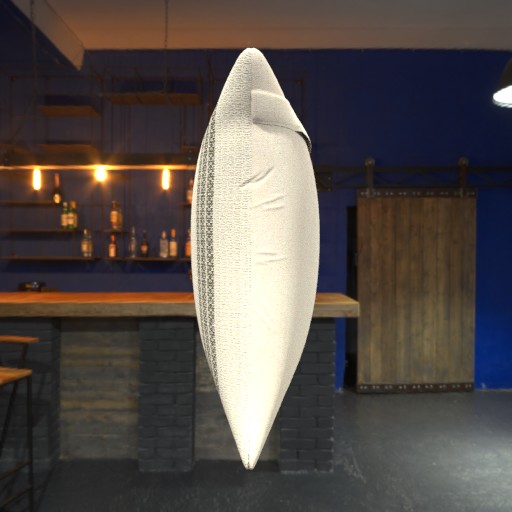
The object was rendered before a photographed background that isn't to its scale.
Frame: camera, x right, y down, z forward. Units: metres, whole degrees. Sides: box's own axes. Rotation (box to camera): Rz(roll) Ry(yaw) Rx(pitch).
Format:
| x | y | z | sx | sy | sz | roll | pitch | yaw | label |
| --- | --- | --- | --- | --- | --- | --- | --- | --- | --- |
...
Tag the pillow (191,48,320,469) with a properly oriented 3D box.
| x | y | z | sx | sy | sz | roll | pitch | yaw | label |
| --- | --- | --- | --- | --- | --- | --- | --- | --- | --- |
| 0.000 | 0.000 | 0.624 | 0.173 | 0.406 | 0.405 | 0 | 1 | 2 | pillow |
